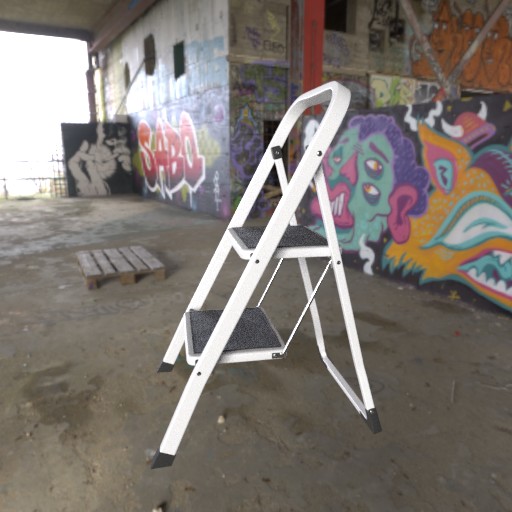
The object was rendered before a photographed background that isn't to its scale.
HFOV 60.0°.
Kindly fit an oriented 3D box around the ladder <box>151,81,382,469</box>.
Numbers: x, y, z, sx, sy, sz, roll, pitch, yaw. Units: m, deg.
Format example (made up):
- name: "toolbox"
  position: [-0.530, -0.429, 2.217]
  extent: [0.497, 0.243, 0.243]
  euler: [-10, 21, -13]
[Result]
- name: "ladder"
  position: [0.000, 0.000, 1.124]
  extent: [0.544, 0.810, 0.460]
  euler: [-2, 13, -10]
